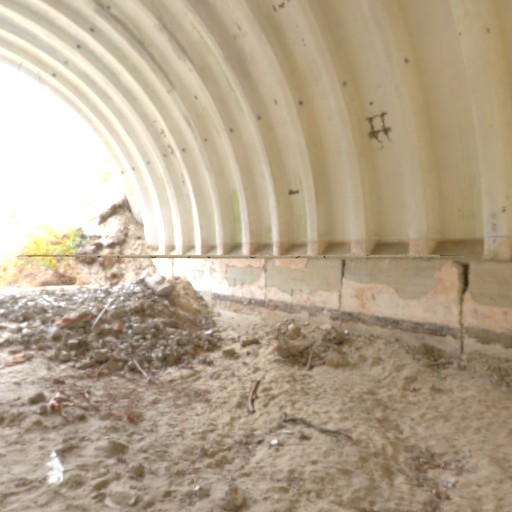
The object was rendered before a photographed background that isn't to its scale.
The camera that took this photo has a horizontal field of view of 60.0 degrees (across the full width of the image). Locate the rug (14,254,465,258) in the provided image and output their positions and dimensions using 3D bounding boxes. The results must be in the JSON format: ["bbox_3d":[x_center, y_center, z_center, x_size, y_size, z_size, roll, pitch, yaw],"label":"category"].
[{"bbox_3d":[0.000,0.000,4.047,3.221,0.026,2.342,0,0,18],"label":"rug"}]
